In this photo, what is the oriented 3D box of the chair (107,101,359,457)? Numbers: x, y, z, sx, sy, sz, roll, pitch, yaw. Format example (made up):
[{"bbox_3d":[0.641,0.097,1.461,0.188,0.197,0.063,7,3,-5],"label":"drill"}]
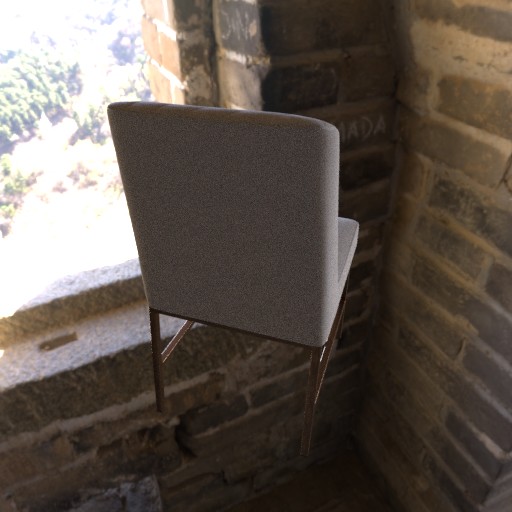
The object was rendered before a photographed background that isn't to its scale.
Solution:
[{"bbox_3d":[0.000,0.000,1.250,0.503,0.933,0.597,10,33,16],"label":"chair"}]
